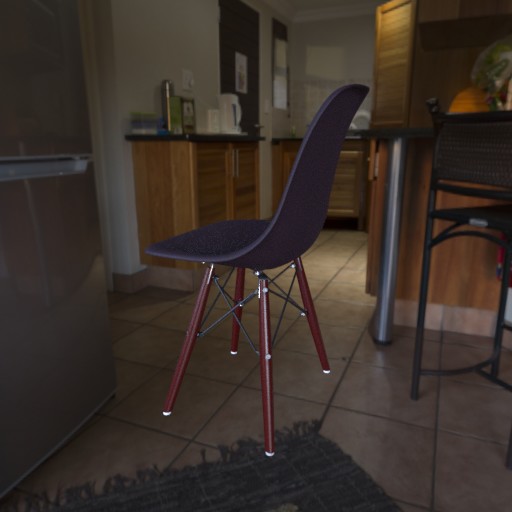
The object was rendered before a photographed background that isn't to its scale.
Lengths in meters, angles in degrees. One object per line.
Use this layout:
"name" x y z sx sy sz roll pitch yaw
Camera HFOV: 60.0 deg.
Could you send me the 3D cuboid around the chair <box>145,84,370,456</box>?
"chair" 0.000 0.000 1.177 0.533 0.826 0.470 7 17 24
